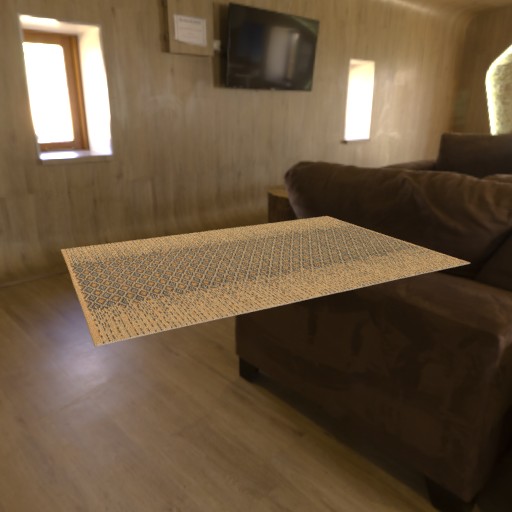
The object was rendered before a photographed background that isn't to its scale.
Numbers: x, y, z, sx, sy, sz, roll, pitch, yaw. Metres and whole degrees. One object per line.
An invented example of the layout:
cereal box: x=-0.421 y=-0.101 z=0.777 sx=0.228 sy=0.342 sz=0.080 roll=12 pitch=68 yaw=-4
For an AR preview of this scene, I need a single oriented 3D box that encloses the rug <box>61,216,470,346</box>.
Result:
rug: x=0.000 y=0.000 z=2.368 sx=1.828 sy=0.005 sz=1.219 roll=-9 pitch=20 yaw=-26
